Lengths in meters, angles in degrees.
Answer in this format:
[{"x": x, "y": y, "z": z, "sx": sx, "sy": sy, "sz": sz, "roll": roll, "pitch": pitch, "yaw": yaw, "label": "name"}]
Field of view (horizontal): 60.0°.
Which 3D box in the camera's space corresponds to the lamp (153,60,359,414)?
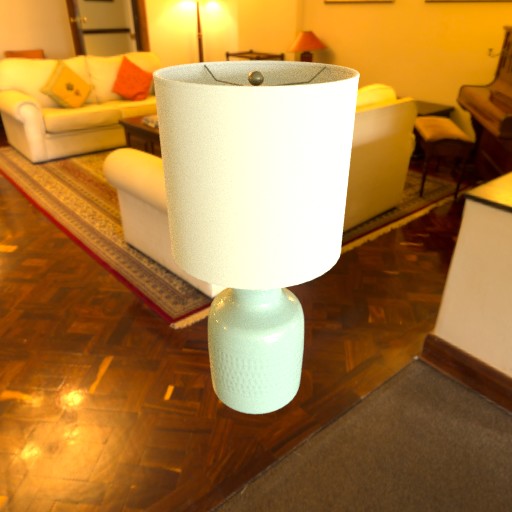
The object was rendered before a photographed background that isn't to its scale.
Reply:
[{"x": 0.000, "y": 0.000, "z": 1.124, "sx": 0.418, "sy": 0.871, "sz": 0.418, "roll": 1, "pitch": 29, "yaw": 1, "label": "lamp"}]
